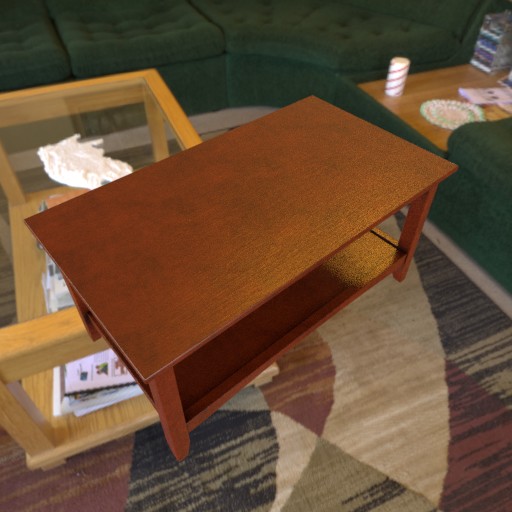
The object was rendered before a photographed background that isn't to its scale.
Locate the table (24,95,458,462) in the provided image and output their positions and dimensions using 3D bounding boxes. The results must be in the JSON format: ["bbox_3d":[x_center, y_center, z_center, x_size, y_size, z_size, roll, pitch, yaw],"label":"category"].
[{"bbox_3d":[0.000,0.000,1.245,0.943,0.456,0.533,-32,53,-27],"label":"table"}]
